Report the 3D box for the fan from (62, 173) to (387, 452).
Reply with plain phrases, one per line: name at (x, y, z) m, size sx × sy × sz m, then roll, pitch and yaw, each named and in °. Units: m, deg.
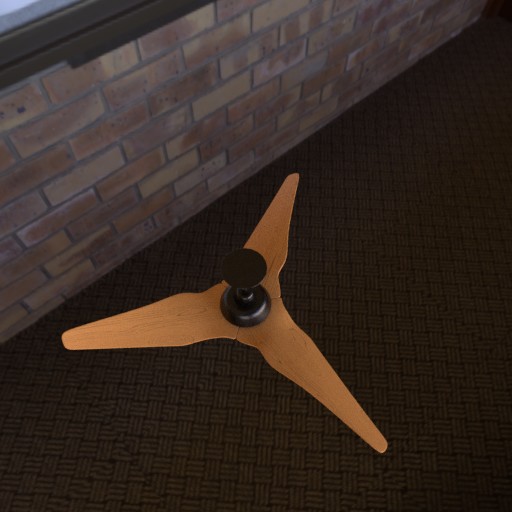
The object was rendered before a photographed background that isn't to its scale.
fan at (0.000, 0.000, 1.600) m, size 1.142 × 0.355 × 1.010 m, roll 14°, pitch 61°, yaw 8°
